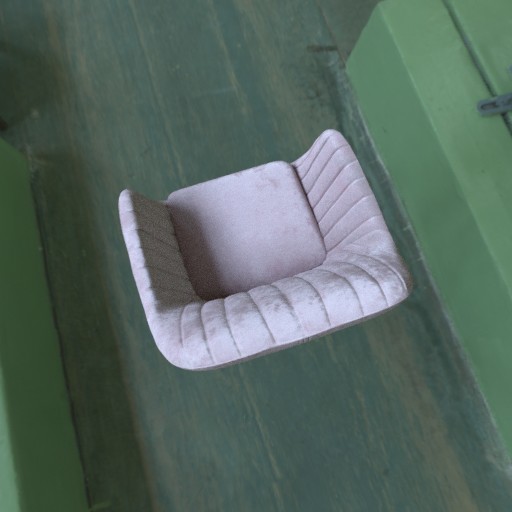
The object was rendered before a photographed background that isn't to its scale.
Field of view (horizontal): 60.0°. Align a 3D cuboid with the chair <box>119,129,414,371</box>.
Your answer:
[{"bbox_3d":[0.000,0.000,1.250,0.610,0.832,0.570,-18,75,-5],"label":"chair"}]
